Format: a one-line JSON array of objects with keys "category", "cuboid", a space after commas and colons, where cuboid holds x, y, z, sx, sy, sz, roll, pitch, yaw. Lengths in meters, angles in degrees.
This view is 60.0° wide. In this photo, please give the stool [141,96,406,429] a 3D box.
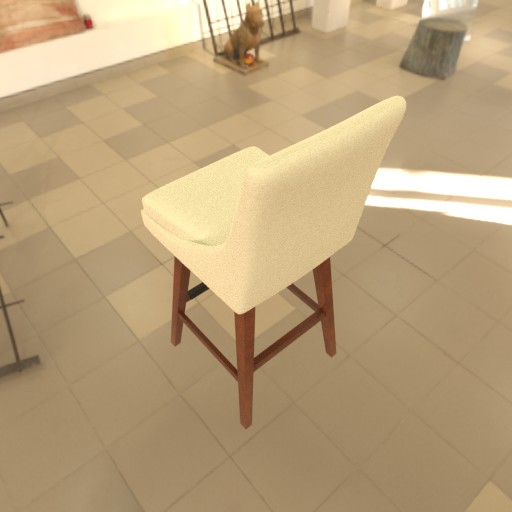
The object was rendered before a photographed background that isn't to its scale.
[{"category": "stool", "cuboid": [0.000, 0.000, 1.385, 0.470, 1.097, 0.559, -32, 53, -27]}]
